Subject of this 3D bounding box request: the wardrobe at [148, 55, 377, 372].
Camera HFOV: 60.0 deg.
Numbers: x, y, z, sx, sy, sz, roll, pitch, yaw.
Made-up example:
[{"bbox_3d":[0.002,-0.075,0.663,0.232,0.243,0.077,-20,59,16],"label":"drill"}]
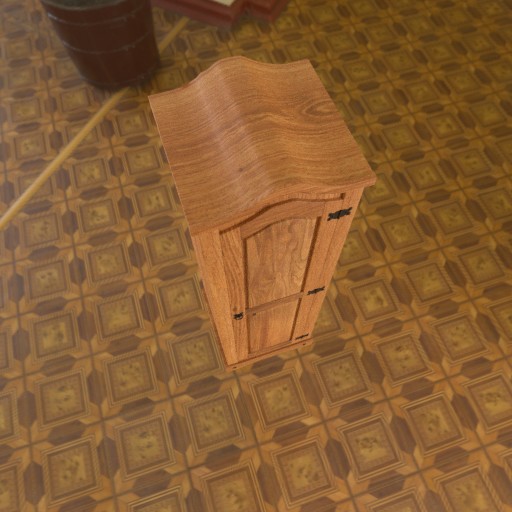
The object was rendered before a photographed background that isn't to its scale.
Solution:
[{"bbox_3d":[0.000,0.000,2.192,0.590,1.870,0.570,-17,64,-8],"label":"wardrobe"}]
